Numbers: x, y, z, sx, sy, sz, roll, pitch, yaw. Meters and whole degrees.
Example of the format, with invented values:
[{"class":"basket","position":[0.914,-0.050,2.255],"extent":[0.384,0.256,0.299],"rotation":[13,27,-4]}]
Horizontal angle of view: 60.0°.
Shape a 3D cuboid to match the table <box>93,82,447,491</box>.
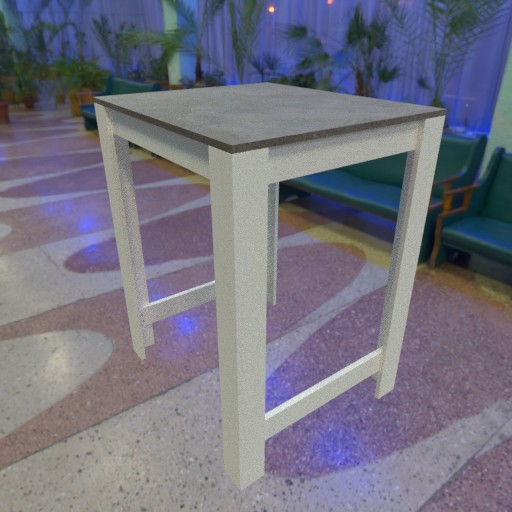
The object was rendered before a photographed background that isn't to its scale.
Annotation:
[{"class":"table","position":[0.000,0.000,1.542],"extent":[0.700,1.020,0.800],"rotation":[-19,33,-32]}]
